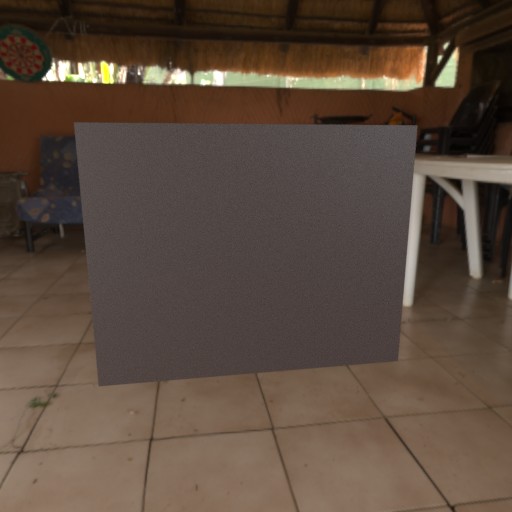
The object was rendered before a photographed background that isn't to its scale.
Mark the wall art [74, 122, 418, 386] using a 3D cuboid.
[{"bbox_3d":[0.000,0.000,1.669,1.207,0.952,0.034,-2,14,-9],"label":"wall art"}]
